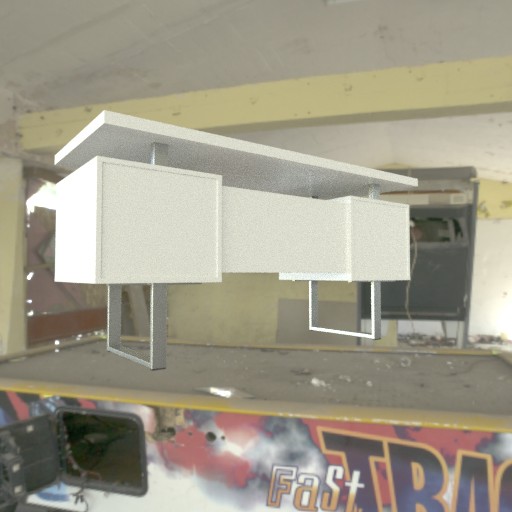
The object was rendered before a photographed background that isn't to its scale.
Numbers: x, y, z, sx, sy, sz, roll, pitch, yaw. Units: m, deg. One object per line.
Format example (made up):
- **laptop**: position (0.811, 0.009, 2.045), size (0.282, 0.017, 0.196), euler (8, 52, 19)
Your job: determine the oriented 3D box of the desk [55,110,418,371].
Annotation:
- **desk**: position (0.000, 0.000, 1.940), size (1.530, 0.773, 0.603), euler (2, -3, -37)
